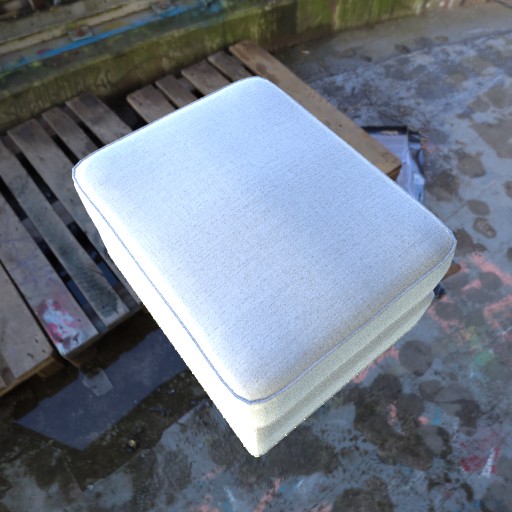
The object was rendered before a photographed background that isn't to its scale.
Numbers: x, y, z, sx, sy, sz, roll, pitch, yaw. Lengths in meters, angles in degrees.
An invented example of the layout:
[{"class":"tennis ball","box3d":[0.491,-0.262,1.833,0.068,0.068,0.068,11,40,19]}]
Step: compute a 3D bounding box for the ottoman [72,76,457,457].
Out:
[{"class":"ottoman","box3d":[0.000,0.000,1.139,0.589,0.537,0.738,-34,64,-19]}]
